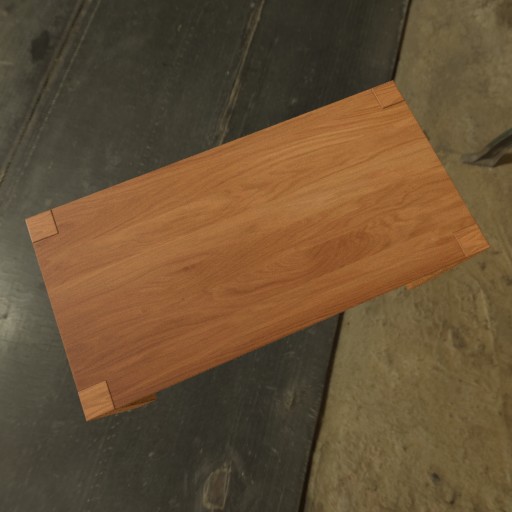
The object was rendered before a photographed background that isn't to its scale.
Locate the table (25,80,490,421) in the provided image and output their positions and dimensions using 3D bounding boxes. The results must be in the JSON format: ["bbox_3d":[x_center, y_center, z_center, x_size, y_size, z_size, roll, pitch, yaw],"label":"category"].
[{"bbox_3d":[0.000,0.000,2.277,1.800,0.760,0.900,-22,76,-6],"label":"table"}]
